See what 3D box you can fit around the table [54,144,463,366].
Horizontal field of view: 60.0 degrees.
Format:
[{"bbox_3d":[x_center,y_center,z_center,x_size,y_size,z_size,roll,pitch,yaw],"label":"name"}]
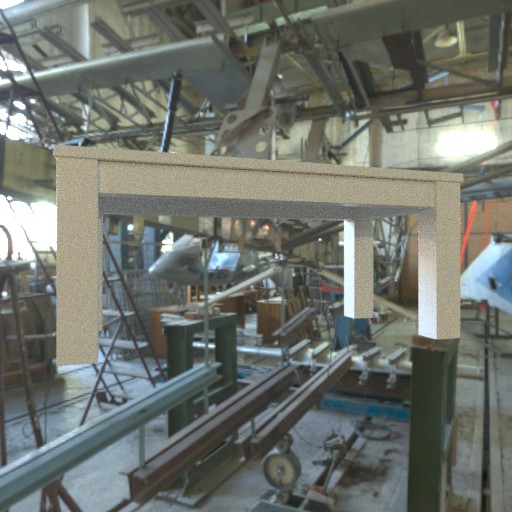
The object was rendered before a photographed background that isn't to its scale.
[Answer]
[{"bbox_3d":[0.000,0.000,2.276,1.800,0.790,0.900,0,0,-18],"label":"table"}]
